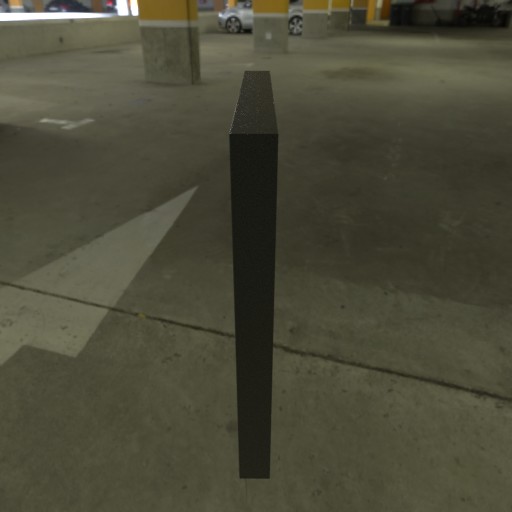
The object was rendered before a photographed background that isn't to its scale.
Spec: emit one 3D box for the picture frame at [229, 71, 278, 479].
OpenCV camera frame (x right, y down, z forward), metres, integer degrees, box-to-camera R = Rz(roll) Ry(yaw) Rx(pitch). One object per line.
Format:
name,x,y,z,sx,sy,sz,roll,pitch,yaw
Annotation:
picture frame,0.000,0.000,0.538,0.034,0.378,0.328,0,30,0
